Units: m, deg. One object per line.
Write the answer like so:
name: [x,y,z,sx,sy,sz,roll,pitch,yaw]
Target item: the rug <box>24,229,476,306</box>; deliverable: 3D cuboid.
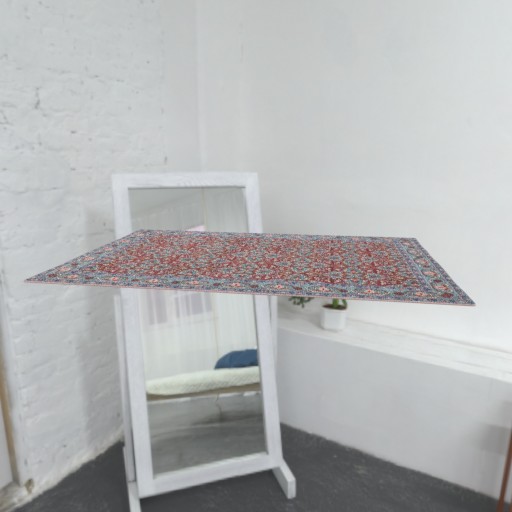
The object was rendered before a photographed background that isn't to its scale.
rug: [0.000,0.000,2.336,1.829,0.009,1.219,2,14,9]
